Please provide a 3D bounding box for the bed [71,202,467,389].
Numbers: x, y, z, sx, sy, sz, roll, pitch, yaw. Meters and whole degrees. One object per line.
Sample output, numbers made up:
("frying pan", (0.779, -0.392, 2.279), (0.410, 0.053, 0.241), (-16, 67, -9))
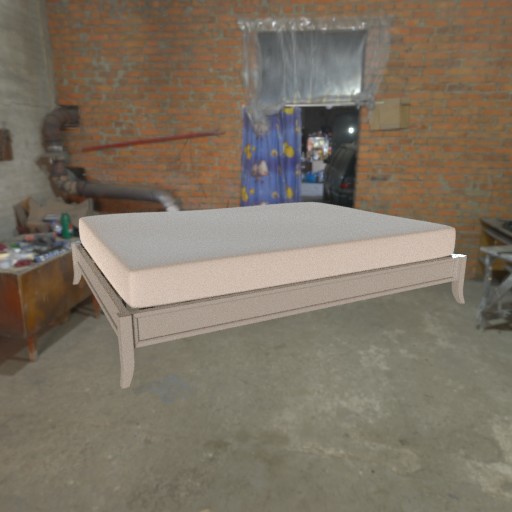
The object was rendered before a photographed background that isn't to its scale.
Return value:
("bed", (0.000, 0.000, 2.907), (2.108, 0.510, 1.604), (-8, 16, -28))
